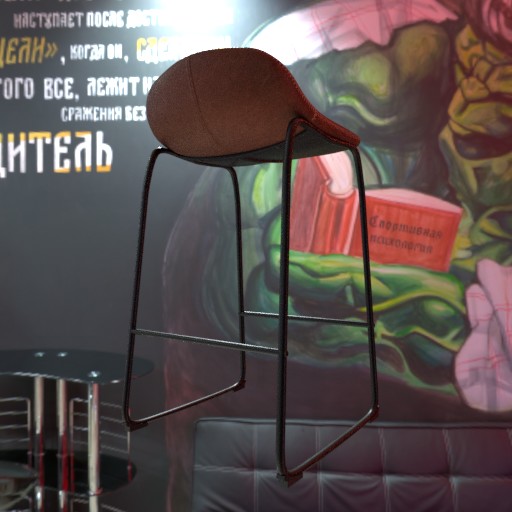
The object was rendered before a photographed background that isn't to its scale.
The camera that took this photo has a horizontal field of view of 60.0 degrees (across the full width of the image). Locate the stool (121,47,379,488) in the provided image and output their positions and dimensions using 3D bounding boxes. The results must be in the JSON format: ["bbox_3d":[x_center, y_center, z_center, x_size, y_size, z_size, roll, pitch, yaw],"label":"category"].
[{"bbox_3d":[0.000,0.000,1.096,0.454,0.830,0.473,0,-1,36],"label":"stool"}]
